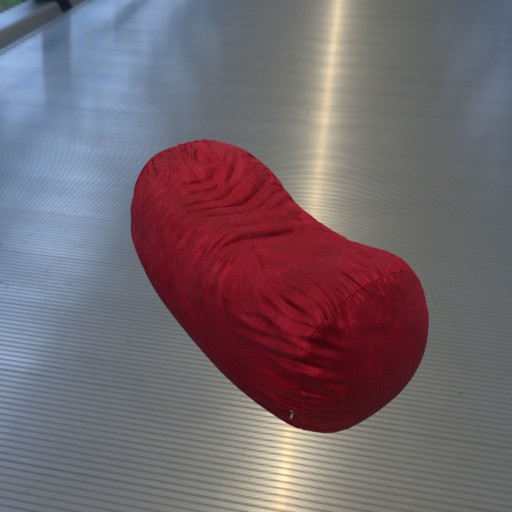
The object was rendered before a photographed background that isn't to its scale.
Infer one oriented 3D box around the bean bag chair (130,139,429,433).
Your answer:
[{"bbox_3d":[0.000,0.000,2.813,1.216,0.867,2.293,-26,48,-26],"label":"bean bag chair"}]
